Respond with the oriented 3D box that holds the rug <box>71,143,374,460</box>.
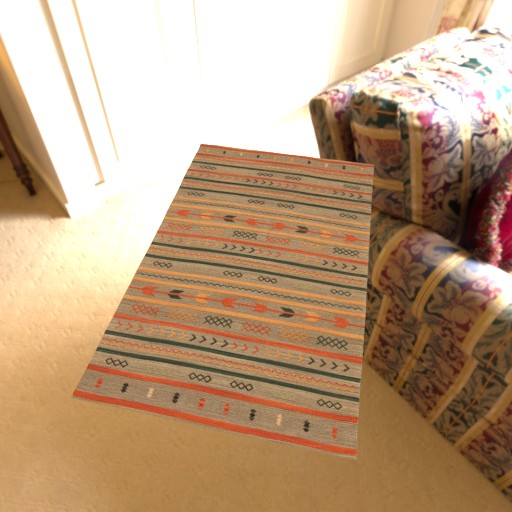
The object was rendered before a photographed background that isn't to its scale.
[{"bbox_3d":[0.000,0.000,3.082,1.537,0.029,2.439,9,49,8],"label":"rug"}]
